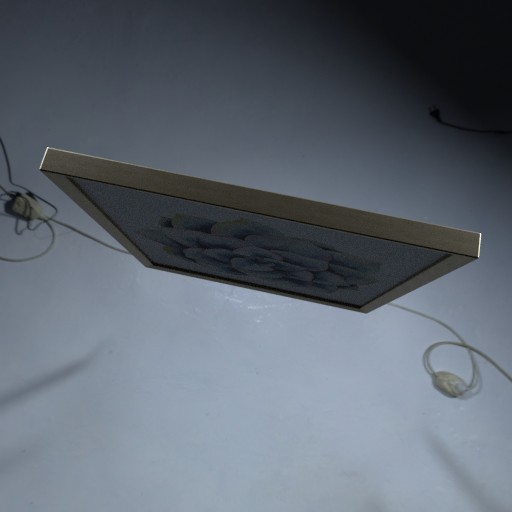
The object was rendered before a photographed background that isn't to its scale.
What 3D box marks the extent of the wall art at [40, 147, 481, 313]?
[{"bbox_3d":[0.000,0.000,0.744,0.503,0.506,0.030,12,76,3],"label":"wall art"}]
